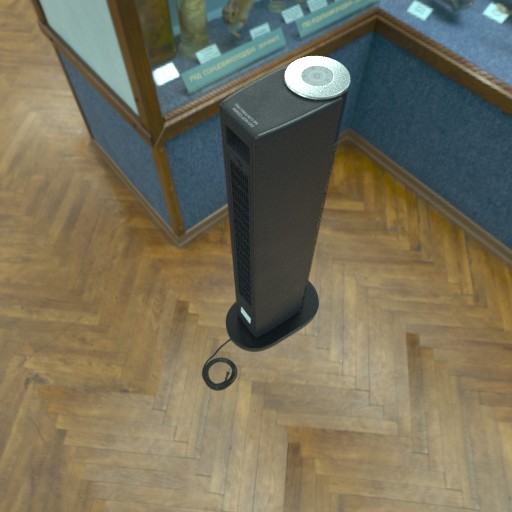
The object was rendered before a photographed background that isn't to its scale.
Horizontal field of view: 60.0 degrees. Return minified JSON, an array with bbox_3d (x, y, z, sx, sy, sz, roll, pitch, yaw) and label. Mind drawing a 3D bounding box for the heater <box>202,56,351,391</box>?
[{"bbox_3d":[0.000,0.000,1.045,0.458,0.856,0.214,-33,64,-18],"label":"heater"}]
